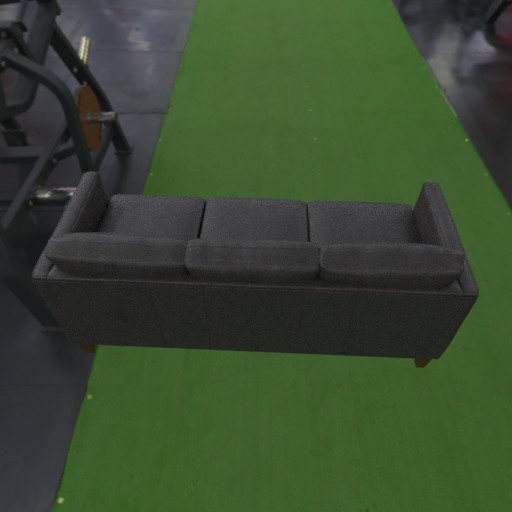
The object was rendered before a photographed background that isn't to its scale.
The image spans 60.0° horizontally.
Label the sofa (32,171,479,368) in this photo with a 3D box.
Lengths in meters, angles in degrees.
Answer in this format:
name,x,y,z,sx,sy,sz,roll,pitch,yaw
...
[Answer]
name,x,y,z,sx,sy,sz,roll,pitch,yaw
sofa,0.000,0.000,2.970,2.464,1.006,1.045,2,47,2
